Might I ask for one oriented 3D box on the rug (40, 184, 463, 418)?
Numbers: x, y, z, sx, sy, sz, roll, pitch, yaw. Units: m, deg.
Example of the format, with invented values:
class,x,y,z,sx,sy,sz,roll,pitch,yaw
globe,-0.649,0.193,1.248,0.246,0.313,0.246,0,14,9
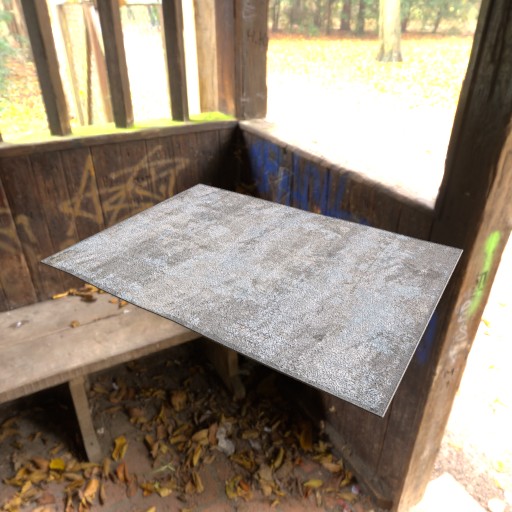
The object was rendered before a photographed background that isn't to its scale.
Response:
class,x,y,z,sx,sy,sz,roll,pitch,yaw
rug,0.000,0.000,4.259,3.307,0.013,2.393,18,35,28
